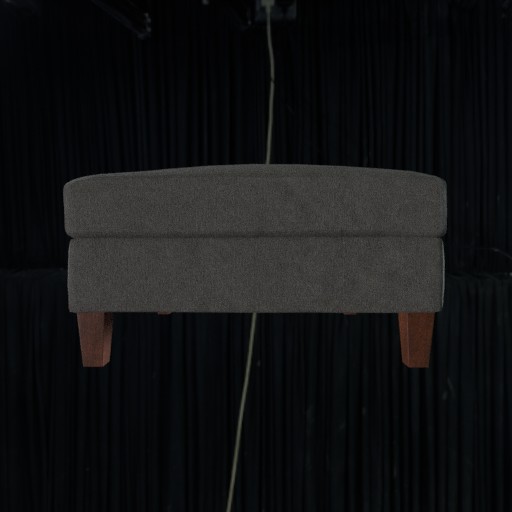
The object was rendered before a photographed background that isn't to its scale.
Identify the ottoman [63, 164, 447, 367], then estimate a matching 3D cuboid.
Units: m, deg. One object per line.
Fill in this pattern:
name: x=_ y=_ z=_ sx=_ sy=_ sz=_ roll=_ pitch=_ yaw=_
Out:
ottoman: x=0.000 y=0.000 z=1.398 sx=0.861 sy=0.482 sz=0.881 roll=0 pitch=2 yaw=0
